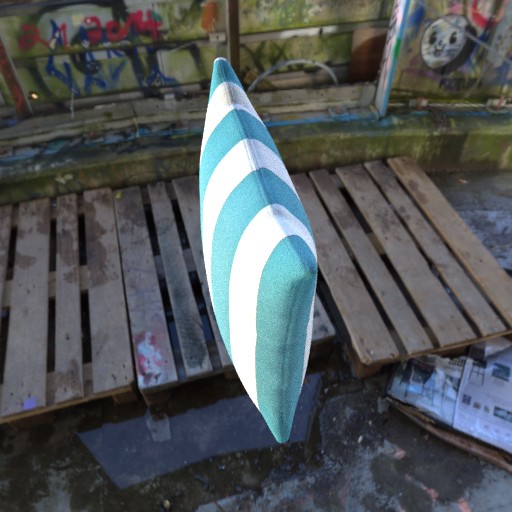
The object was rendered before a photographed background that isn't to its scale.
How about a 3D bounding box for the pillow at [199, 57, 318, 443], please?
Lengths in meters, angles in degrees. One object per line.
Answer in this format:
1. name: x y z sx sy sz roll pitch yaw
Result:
1. pillow: 0.000 0.000 0.821 0.189 0.526 0.536 -11 48 -10
